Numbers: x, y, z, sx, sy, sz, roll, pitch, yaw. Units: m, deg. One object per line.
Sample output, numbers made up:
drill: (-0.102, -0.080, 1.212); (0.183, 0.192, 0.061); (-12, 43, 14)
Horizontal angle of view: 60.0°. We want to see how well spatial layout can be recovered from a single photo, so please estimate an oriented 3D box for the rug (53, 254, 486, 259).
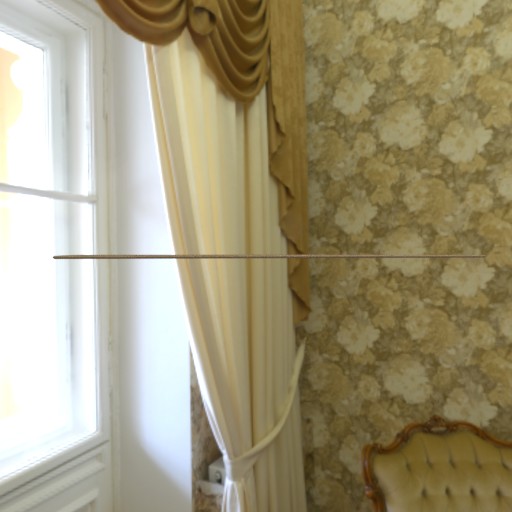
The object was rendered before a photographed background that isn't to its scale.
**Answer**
rug: (0.000, 0.000, 2.903); (2.294, 0.014, 1.528); (0, 0, -18)
